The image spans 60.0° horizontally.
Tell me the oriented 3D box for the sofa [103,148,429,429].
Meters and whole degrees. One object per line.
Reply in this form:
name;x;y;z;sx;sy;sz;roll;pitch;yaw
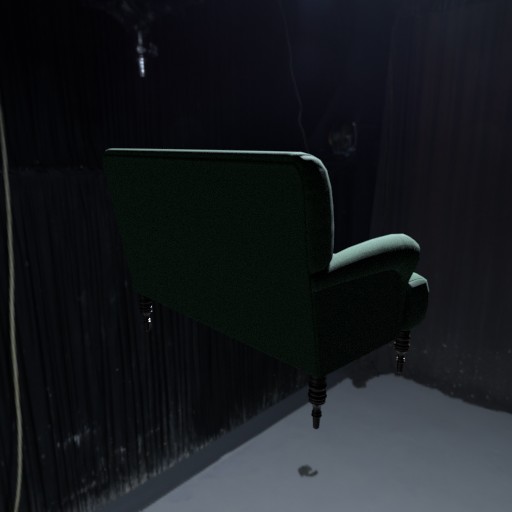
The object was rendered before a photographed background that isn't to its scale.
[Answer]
sofa;0.000;0.000;1.890;0.779;0.889;1.297;-13;19;-42
